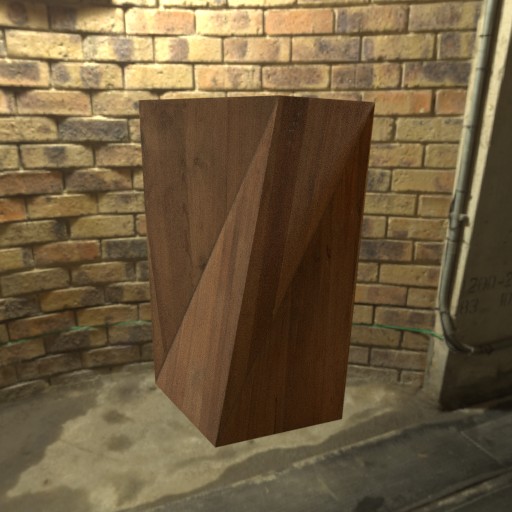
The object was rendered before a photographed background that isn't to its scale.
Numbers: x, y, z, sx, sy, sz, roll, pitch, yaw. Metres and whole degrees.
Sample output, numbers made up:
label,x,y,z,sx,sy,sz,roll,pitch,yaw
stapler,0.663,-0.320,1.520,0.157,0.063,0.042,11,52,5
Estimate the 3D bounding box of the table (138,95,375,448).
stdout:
label,x,y,z,sx,sy,sz,roll,pitch,yaw
table,0.000,0.000,0.923,0.425,0.604,0.441,9,18,28
